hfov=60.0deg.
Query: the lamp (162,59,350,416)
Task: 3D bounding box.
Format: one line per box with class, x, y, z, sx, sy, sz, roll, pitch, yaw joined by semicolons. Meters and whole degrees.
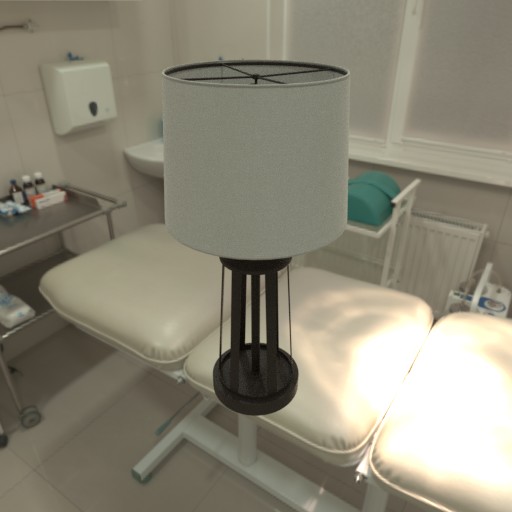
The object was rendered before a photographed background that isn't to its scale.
lamp;0.000;0.000;0.653;0.251;0.509;0.251;0;30;0
